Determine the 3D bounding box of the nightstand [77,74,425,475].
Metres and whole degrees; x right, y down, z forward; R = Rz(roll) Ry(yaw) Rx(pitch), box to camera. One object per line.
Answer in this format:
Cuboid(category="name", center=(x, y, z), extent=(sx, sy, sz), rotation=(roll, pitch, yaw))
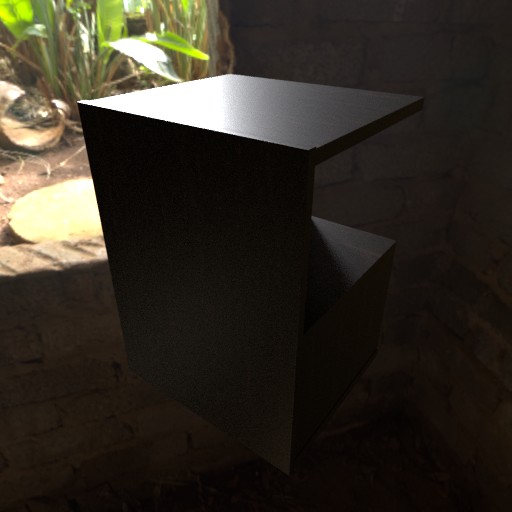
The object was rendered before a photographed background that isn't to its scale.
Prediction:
Cuboid(category="nightstand", center=(0.000, 0.000, 0.820), extent=(0.400, 0.559, 0.356), rotation=(21, 36, 31))
